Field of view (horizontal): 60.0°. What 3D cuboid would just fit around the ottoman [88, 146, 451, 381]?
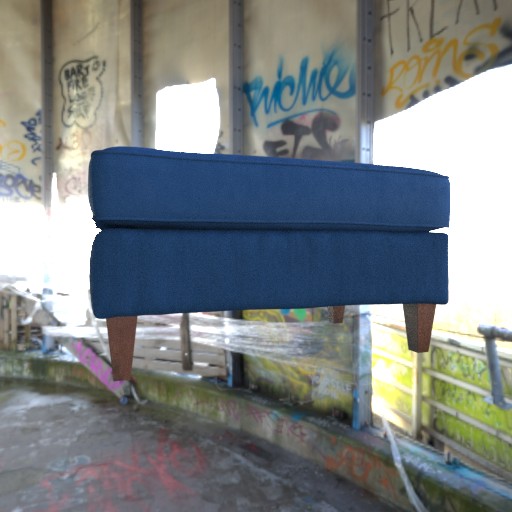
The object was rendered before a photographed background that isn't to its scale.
[{"bbox_3d":[0.000,0.000,1.226,0.862,0.484,0.583,0,1,-19],"label":"ottoman"}]
